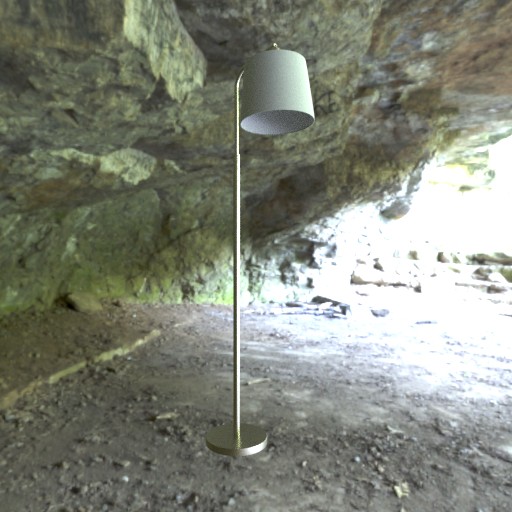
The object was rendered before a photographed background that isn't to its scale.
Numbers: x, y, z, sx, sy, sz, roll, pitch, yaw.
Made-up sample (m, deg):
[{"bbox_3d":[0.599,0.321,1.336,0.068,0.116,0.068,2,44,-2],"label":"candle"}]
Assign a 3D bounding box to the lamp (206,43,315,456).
[{"bbox_3d":[0.000,0.000,1.639,0.254,1.478,0.508,-1,1,-36],"label":"lamp"}]
